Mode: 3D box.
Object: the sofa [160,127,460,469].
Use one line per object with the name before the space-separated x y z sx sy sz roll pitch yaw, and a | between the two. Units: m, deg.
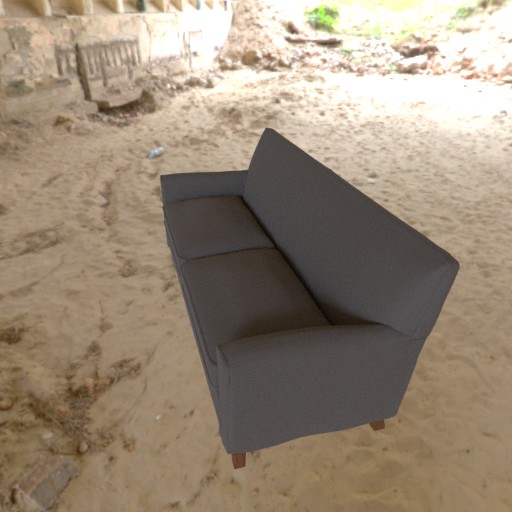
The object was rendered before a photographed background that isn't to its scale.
sofa | 0.000 0.000 2.421 0.843 0.907 2.002 -8 30 -15
